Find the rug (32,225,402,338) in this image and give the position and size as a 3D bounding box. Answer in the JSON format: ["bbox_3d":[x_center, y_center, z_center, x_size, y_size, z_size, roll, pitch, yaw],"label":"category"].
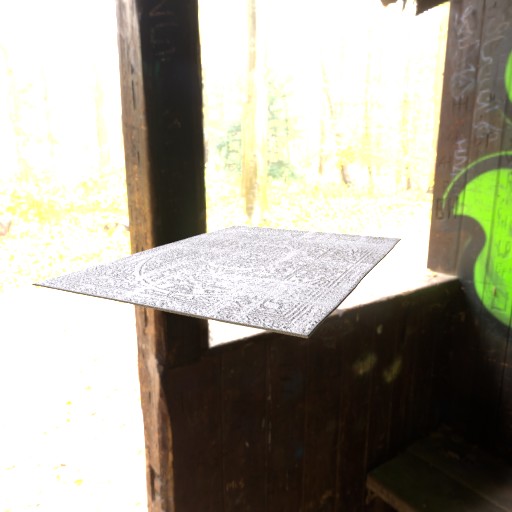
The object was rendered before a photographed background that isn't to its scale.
[{"bbox_3d":[0.000,0.000,3.257,1.706,0.026,2.438,6,15,26],"label":"rug"}]
